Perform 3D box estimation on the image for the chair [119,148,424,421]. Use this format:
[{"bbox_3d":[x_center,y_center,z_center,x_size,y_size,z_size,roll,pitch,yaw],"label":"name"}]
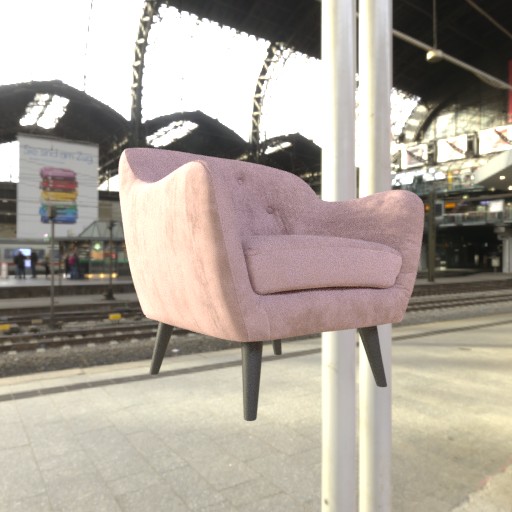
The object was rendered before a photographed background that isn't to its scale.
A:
[{"bbox_3d":[0.000,0.000,1.523,0.840,0.820,0.820,0,-1,-35],"label":"chair"}]
